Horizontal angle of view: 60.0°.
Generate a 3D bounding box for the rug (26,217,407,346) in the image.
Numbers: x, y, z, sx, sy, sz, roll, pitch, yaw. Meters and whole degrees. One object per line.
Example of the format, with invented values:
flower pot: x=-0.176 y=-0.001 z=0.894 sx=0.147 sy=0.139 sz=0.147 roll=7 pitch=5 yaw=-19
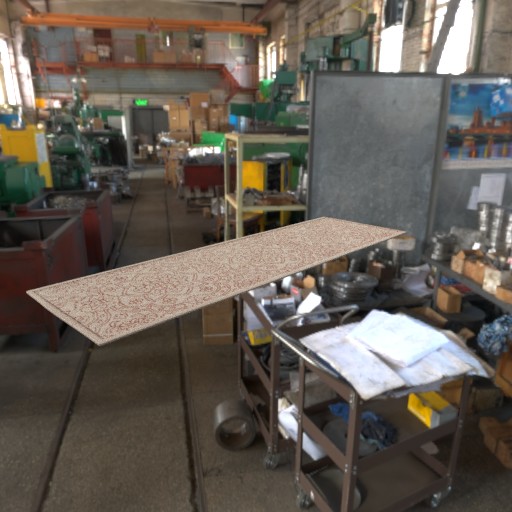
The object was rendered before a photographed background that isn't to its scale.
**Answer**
rug: x=0.000 y=0.000 z=2.743 sx=0.769 sy=0.012 sz=2.448 roll=16 pitch=23 yaw=42
